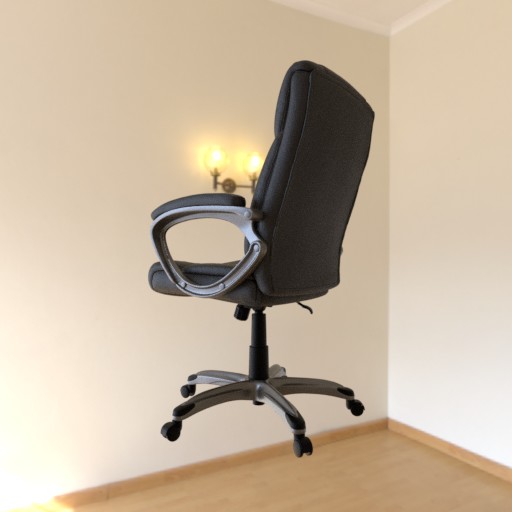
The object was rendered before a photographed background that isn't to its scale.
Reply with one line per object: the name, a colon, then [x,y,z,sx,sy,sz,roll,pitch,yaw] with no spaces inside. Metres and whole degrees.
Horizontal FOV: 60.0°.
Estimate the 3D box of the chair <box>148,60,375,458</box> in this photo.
chair: [0.000,0.000,1.582,0.719,1.130,0.721,0,0,36]
